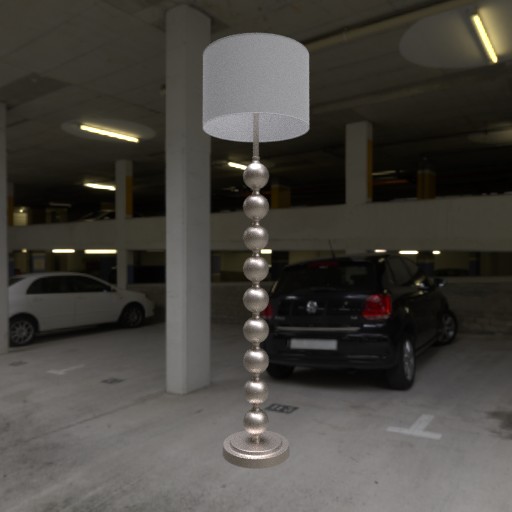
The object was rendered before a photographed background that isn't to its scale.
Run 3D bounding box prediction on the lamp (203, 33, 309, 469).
[{"bbox_3d":[0.000,0.000,1.652,0.394,1.474,0.394,1,1,36],"label":"lamp"}]
